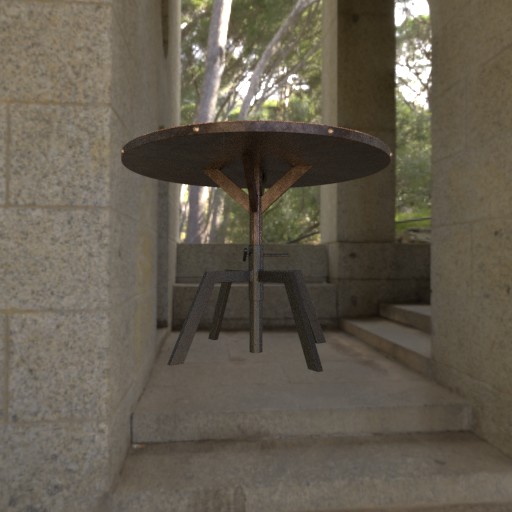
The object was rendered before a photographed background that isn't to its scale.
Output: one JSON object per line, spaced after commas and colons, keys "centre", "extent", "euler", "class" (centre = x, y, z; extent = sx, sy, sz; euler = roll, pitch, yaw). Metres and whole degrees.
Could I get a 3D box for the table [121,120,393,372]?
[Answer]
{"centre": [0.000, 0.000, 1.519], "extent": [0.885, 0.658, 0.885], "euler": [0, 0, 0], "class": "table"}
